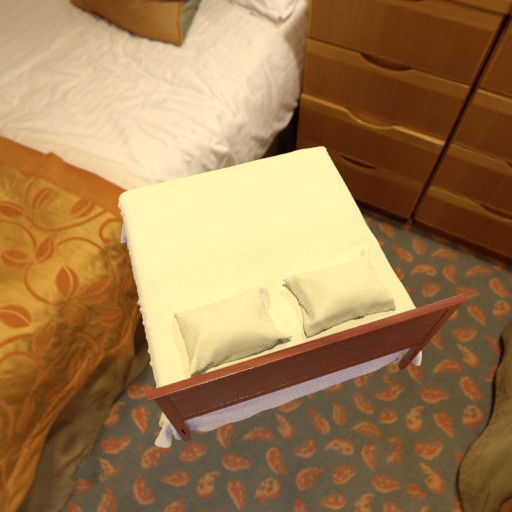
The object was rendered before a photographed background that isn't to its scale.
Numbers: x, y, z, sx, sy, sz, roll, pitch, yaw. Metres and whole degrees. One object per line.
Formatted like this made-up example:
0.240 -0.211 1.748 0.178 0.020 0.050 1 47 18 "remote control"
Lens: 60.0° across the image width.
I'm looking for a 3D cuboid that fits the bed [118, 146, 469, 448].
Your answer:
0.000 0.000 3.662 2.314 1.271 2.219 -15 59 -9 "bed"
